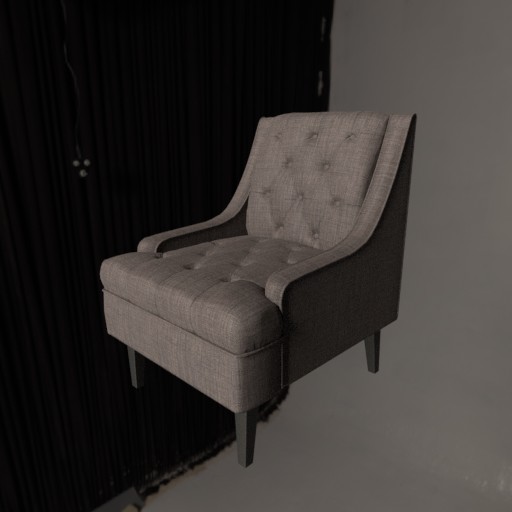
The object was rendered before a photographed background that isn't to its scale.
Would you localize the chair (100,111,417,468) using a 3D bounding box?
[{"bbox_3d":[0.000,0.000,1.409,0.655,0.891,0.771,15,22,42],"label":"chair"}]
